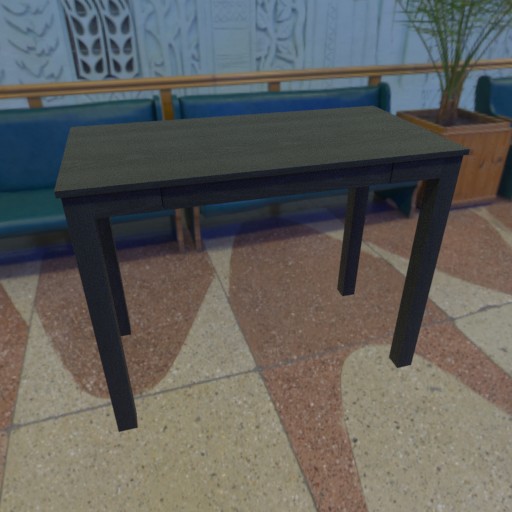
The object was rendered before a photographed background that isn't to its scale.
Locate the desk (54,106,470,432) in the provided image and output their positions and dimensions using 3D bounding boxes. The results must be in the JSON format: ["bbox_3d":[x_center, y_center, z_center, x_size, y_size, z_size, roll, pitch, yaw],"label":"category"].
[{"bbox_3d":[0.000,0.000,1.413,0.991,0.762,0.499,-8,32,-14],"label":"desk"}]
